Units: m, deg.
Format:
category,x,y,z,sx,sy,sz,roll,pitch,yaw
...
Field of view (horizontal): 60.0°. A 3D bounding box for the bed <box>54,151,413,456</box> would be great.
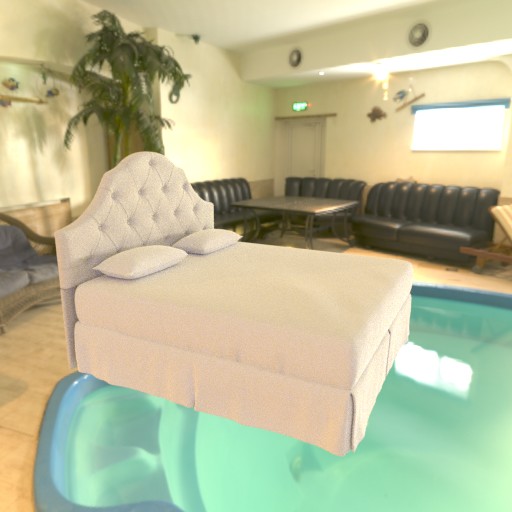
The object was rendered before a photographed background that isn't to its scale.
category,x,y,z,sx,sy,sz,roll,pitch,yaw
bed,0.000,0.000,3.541,2.214,1.615,2.008,7,15,27
